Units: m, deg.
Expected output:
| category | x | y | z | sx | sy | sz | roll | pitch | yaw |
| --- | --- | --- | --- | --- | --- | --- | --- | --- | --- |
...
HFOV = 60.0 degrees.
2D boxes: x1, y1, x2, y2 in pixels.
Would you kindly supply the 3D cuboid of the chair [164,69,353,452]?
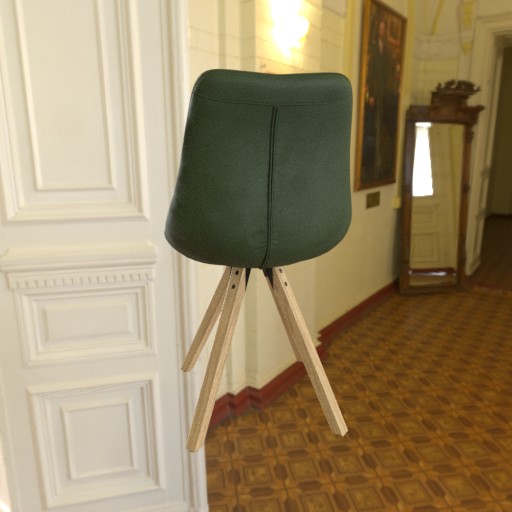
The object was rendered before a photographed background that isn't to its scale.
| category | x | y | z | sx | sy | sz | roll | pitch | yaw |
| --- | --- | --- | --- | --- | --- | --- | --- | --- | --- |
| chair | 0.000 | 0.000 | 1.210 | 0.483 | 0.865 | 0.547 | -2 | 14 | -9 |
